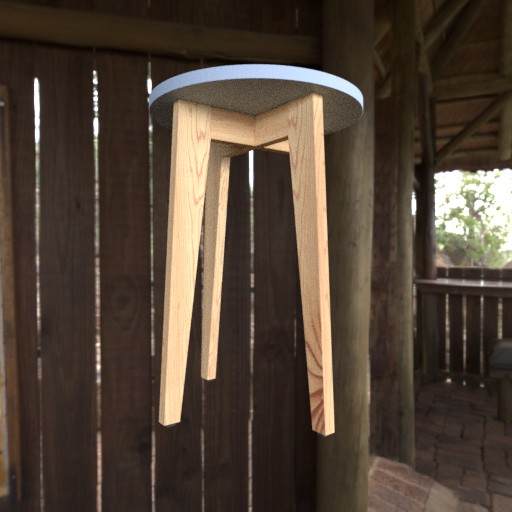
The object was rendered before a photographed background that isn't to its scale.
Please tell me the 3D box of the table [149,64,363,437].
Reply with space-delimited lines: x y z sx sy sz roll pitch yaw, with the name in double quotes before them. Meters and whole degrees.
"table" 0.000 0.000 0.750 0.350 0.500 0.350 0 1 0
